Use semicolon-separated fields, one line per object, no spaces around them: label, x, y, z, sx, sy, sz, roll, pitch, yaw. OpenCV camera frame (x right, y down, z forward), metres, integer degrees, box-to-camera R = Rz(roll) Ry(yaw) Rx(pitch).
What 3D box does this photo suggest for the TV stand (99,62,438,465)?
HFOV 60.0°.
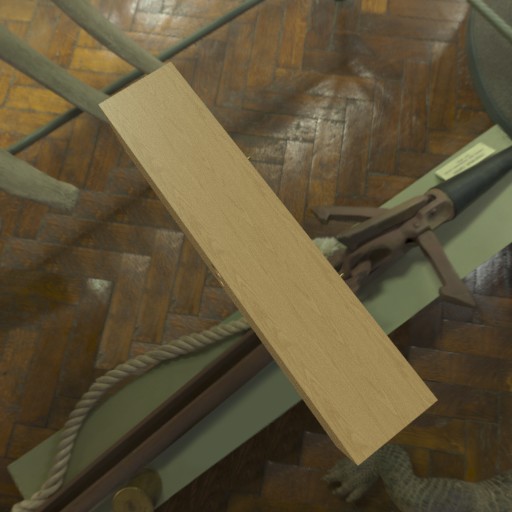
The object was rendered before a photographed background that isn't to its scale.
TV stand;0.000;0.000;2.031;0.400;0.580;1.760;-35;78;-9
